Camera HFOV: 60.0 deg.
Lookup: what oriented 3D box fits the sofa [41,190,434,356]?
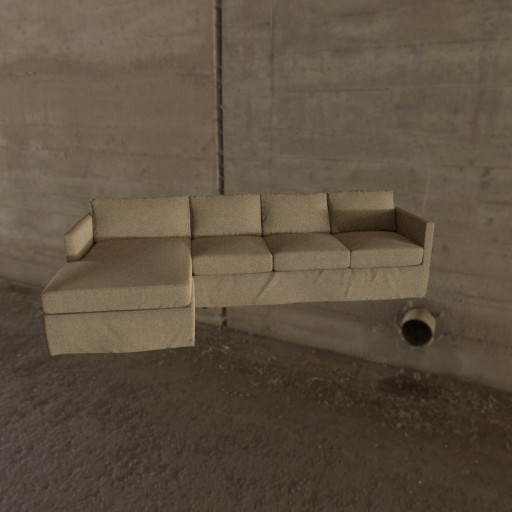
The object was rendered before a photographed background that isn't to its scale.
[{"bbox_3d":[0.000,0.000,3.919,3.198,0.920,1.638,-2,18,-7],"label":"sofa"}]
